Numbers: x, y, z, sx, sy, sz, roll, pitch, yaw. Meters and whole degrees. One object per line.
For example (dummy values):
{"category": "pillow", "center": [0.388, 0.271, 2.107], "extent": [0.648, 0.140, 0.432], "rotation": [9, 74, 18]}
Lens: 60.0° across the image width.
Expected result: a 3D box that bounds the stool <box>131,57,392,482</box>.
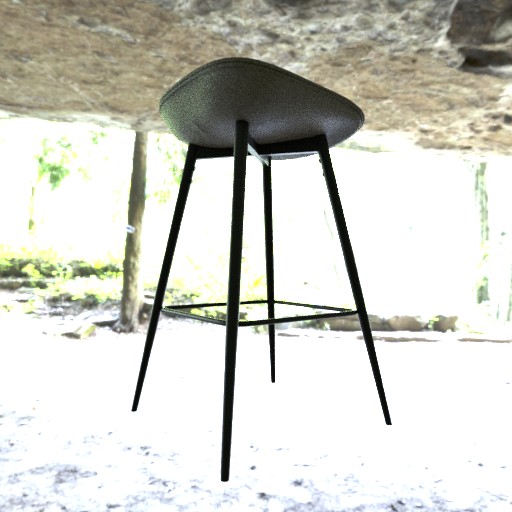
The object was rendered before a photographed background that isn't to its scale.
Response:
{"category": "stool", "center": [0.000, 0.000, 1.122], "extent": [0.480, 0.814, 0.469], "rotation": [0, -1, -36]}
